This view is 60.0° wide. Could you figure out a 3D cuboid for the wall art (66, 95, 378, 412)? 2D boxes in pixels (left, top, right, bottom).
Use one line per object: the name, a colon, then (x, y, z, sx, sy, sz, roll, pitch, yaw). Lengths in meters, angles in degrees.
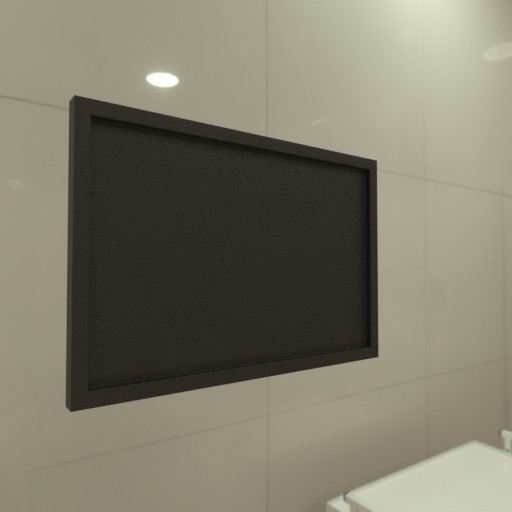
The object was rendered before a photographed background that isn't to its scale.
wall art: (0.000, 0.000, 0.558, 0.443, 0.301, 0.021, 1, -2, -36)
